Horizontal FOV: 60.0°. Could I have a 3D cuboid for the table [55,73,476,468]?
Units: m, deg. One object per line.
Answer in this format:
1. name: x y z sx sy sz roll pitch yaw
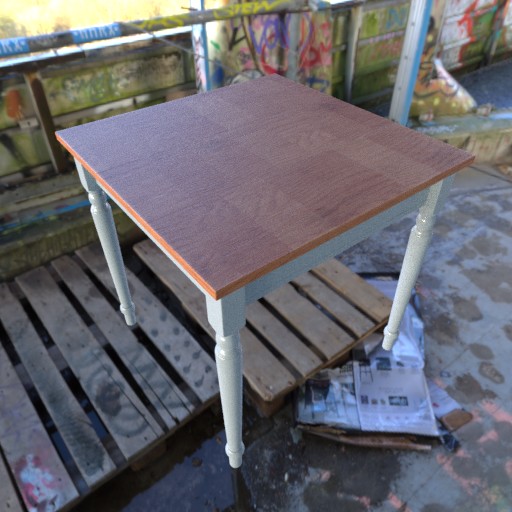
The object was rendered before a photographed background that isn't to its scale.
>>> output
1. table: 0.000 0.000 1.343 0.747 0.738 0.747 -27 47 -28
